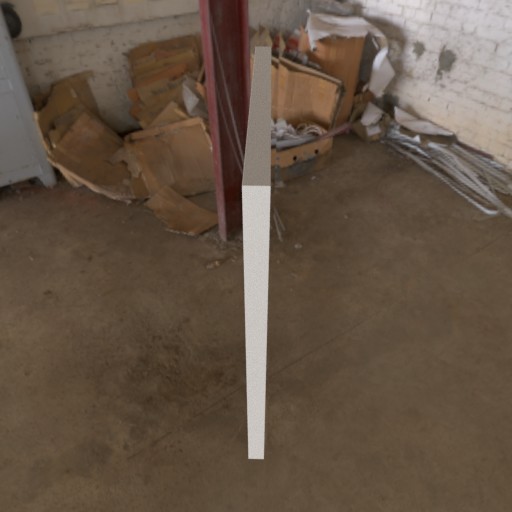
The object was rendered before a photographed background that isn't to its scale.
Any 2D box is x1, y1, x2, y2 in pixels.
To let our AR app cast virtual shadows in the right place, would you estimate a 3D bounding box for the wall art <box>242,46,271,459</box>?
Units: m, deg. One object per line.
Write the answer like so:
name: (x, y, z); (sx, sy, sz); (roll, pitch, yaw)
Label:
wall art: (0.000, 0.000, 1.051); (0.055, 0.763, 0.611); (1, 41, 1)
